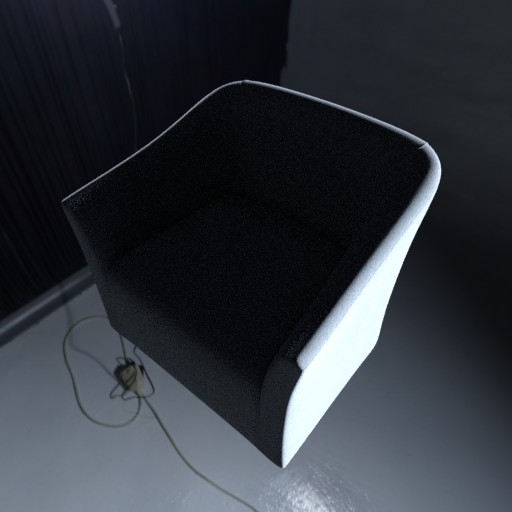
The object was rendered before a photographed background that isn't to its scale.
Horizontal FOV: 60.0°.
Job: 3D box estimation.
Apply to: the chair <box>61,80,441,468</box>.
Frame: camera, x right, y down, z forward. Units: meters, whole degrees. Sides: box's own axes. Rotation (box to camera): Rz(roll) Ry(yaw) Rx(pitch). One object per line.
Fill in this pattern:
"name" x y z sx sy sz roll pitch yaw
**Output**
"chair" 0.000 0.000 1.323 0.790 0.720 0.700 30 52 27
